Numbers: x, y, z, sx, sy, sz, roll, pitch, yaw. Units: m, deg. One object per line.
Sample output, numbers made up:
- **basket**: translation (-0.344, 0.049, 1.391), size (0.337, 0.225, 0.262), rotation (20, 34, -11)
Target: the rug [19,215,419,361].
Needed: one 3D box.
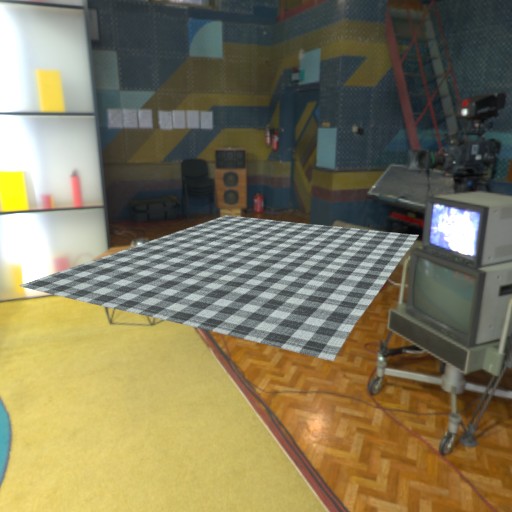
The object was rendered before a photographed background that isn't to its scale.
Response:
- **rug**: translation (0.000, 0.000, 4.062), size (2.432, 0.013, 3.021), rotation (8, 18, 26)
